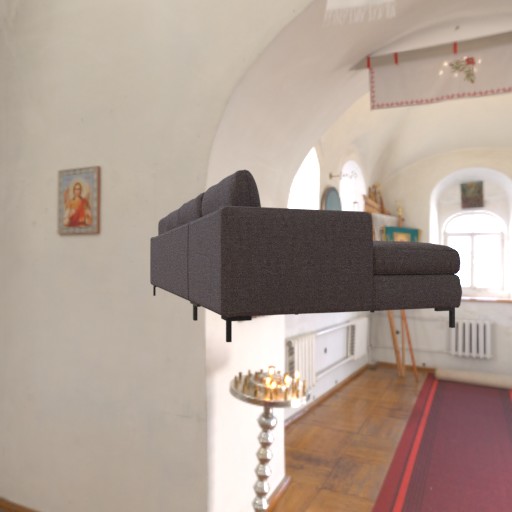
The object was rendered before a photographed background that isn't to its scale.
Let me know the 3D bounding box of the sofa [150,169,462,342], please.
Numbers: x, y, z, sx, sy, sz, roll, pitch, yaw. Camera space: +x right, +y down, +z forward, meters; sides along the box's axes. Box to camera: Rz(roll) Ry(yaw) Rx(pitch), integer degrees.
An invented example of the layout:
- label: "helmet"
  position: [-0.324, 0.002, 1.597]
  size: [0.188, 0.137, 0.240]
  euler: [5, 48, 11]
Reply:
- label: "sofa"
  position: [0.000, 0.000, 3.289]
  size: [1.258, 0.754, 2.731]
  euler: [0, -1, -20]
